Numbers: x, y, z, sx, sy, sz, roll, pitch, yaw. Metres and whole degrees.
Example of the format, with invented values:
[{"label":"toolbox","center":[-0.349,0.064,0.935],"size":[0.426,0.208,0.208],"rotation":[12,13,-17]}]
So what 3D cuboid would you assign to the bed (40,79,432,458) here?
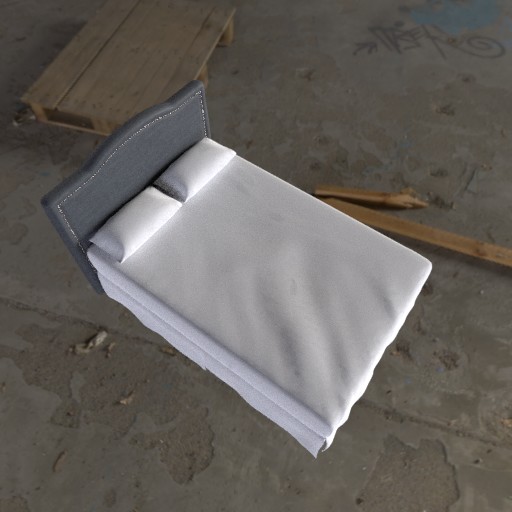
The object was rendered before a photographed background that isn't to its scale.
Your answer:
[{"label":"bed","center":[0.000,0.000,3.568],"size":[2.507,1.441,1.747],"rotation":[32,63,18]}]
